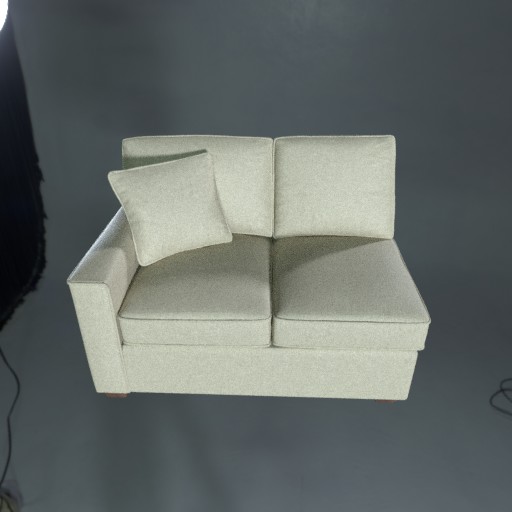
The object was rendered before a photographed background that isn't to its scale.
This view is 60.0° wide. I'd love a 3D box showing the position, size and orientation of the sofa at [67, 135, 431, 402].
[{"bbox_3d":[0.000,0.000,2.103,1.388,0.989,0.991,1,30,1],"label":"sofa"}]
